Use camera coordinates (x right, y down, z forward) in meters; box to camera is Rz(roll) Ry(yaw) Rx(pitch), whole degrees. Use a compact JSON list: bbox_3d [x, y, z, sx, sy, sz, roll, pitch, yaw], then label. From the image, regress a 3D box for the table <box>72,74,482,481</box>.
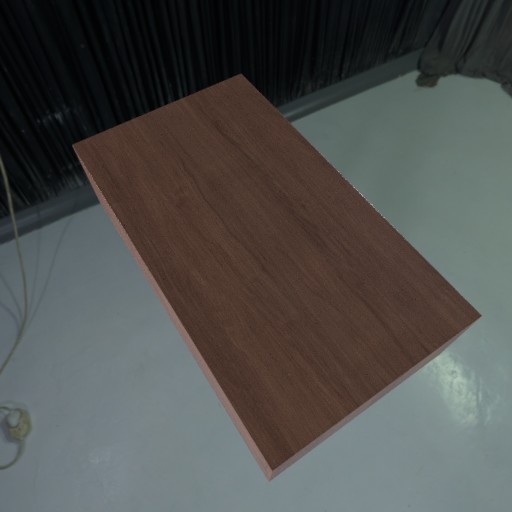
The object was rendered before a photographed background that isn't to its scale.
[{"bbox_3d":[0.000,0.000,1.309,0.600,0.380,1.020,-30,63,-16],"label":"table"}]
